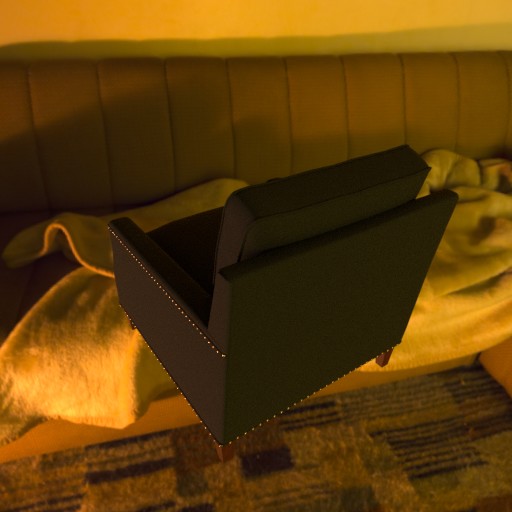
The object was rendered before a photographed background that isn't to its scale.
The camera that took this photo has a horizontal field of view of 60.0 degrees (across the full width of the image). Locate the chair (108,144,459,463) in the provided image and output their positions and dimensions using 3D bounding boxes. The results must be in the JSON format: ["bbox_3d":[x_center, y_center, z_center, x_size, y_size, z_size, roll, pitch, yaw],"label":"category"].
[{"bbox_3d":[0.000,0.000,1.692,0.853,0.943,1.014,-20,36,-29],"label":"chair"}]
